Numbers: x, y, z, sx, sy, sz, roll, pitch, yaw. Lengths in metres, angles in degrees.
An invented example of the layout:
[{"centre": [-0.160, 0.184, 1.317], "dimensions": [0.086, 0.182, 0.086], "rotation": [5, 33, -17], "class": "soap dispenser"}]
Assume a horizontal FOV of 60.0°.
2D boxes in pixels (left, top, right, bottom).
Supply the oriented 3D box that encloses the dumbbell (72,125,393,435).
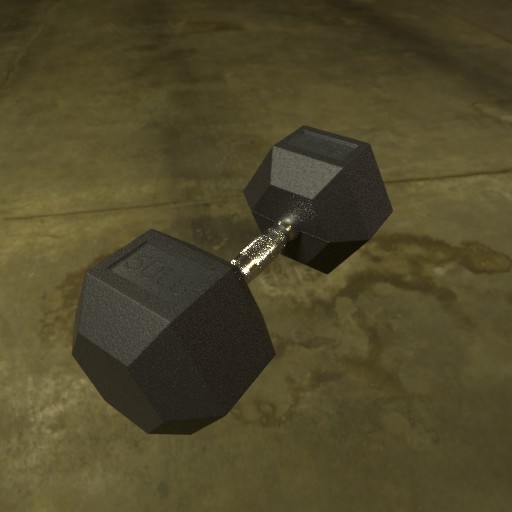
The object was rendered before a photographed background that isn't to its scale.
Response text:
[{"centre": [0.000, 0.000, 0.465], "dimensions": [0.173, 0.150, 0.384], "rotation": [24, 46, 26], "class": "dumbbell"}]
